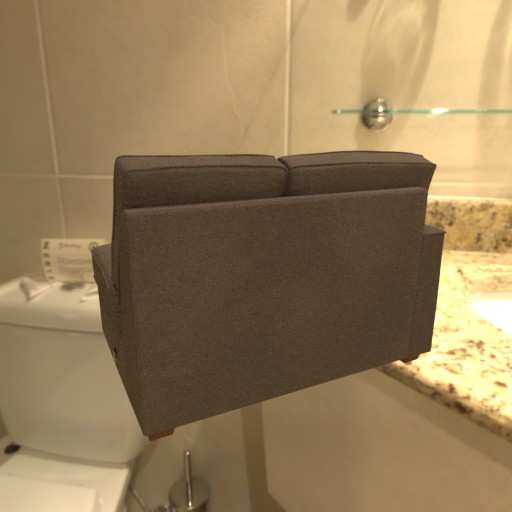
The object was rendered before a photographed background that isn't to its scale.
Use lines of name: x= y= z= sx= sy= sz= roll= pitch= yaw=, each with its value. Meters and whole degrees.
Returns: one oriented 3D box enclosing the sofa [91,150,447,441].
sofa: x=0.000 y=0.000 z=2.083 sx=1.388 sy=0.989 sz=0.991 roll=-8 pitch=18 yaw=-26
